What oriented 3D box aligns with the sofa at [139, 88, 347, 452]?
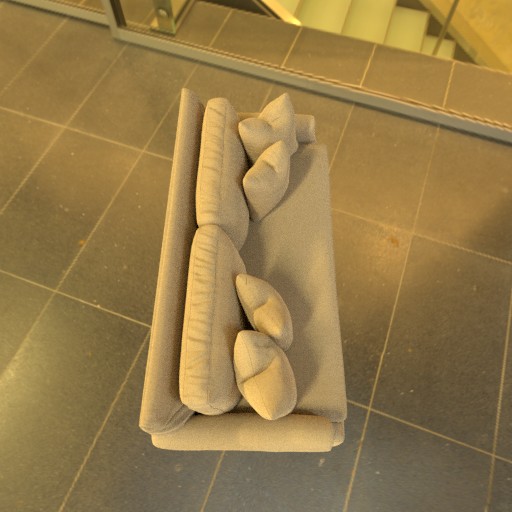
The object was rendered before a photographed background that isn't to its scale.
[{"bbox_3d":[0.000,0.000,2.820,1.067,0.904,2.285,1,63,0],"label":"sofa"}]
